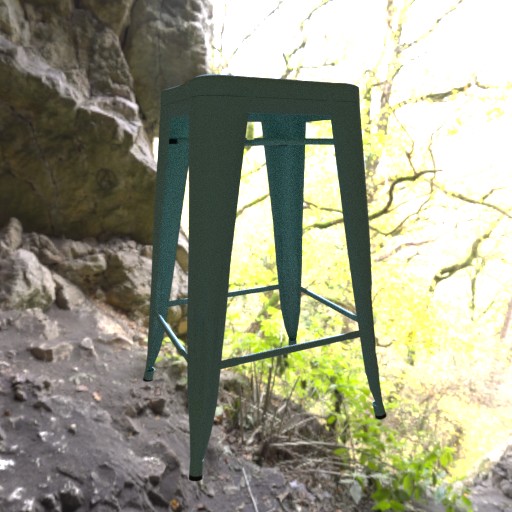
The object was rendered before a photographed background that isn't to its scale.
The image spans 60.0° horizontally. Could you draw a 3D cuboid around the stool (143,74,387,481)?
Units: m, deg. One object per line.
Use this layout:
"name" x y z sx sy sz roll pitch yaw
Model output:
"stool" 0.000 0.000 0.852 0.399 0.609 0.359 -7 16 -25
